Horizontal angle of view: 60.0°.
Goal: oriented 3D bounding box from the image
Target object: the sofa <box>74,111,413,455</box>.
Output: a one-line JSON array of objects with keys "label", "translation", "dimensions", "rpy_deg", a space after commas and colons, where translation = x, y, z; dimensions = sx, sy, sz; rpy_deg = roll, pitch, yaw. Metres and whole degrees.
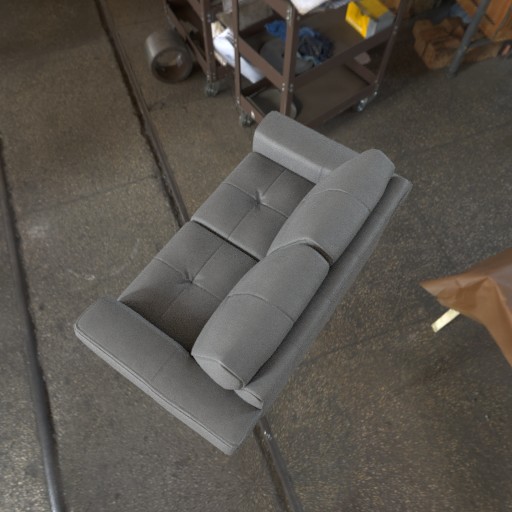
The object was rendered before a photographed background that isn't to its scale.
[{"label": "sofa", "translation": [0.000, 0.000, 2.445], "dimensions": [1.018, 0.907, 1.806], "rpy_deg": [32, 67, 15]}]
